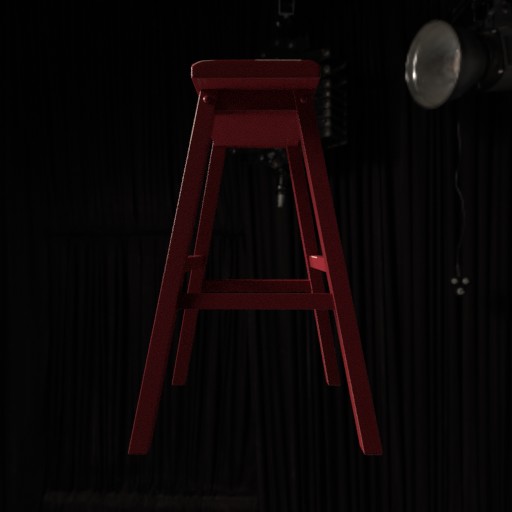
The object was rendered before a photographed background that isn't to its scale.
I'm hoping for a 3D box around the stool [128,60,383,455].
[{"bbox_3d":[0.000,0.000,1.051,0.476,0.737,0.457,0,1,0],"label":"stool"}]
